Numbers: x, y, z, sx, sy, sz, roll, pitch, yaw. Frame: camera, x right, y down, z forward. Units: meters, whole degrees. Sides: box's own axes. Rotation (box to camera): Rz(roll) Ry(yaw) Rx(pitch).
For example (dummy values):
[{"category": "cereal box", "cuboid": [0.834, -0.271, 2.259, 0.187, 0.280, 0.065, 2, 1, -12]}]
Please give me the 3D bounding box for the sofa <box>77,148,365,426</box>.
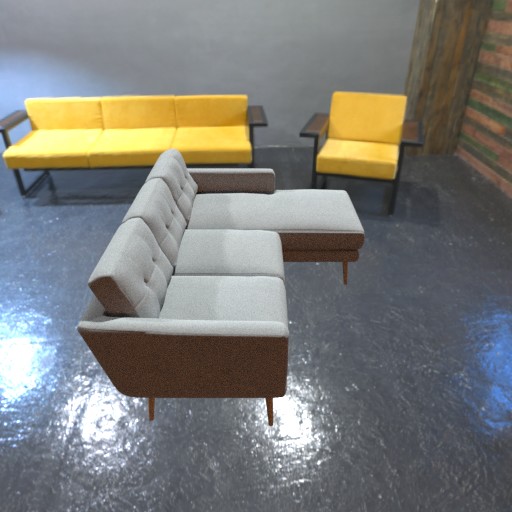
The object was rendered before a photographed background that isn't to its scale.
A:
[{"category": "sofa", "cuboid": [0.000, 0.000, 2.833, 1.530, 0.860, 2.040, 0, 31, 0]}]
